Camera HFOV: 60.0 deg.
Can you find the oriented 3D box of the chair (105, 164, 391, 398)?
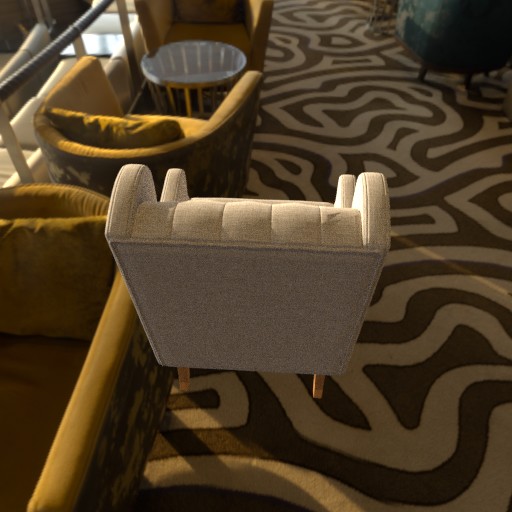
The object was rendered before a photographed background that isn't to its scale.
[{"bbox_3d":[0.000,0.000,1.517,0.710,0.930,0.760,2,45,2],"label":"chair"}]
